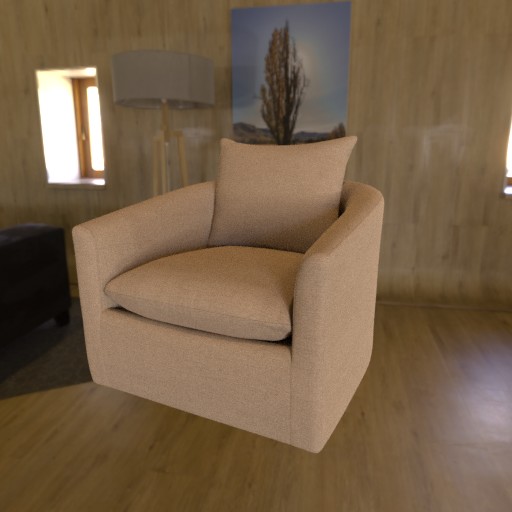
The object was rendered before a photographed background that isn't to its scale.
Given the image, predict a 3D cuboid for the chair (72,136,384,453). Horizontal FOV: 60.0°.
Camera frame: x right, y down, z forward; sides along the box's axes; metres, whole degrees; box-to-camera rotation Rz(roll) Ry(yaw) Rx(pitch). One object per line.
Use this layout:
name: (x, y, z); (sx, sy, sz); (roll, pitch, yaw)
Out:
chair: (0.000, 0.000, 1.609); (0.845, 0.848, 0.910); (7, 15, 26)
